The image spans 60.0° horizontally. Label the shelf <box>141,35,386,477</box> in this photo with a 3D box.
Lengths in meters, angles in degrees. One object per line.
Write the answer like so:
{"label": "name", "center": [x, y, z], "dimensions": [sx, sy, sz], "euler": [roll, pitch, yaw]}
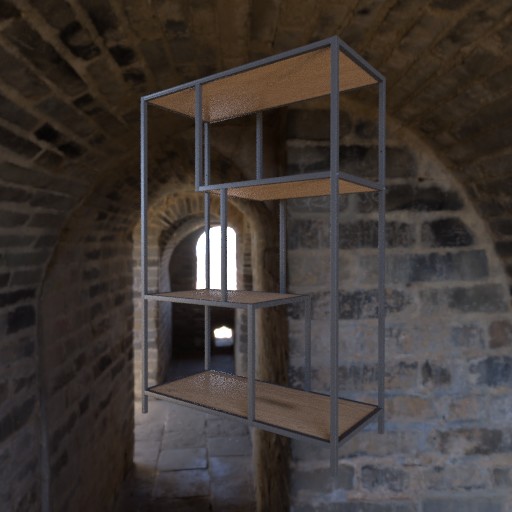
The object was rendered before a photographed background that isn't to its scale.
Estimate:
{"label": "shelf", "center": [0.000, 0.000, 1.509], "dimensions": [0.770, 1.138, 0.350], "euler": [0, 1, 36]}
